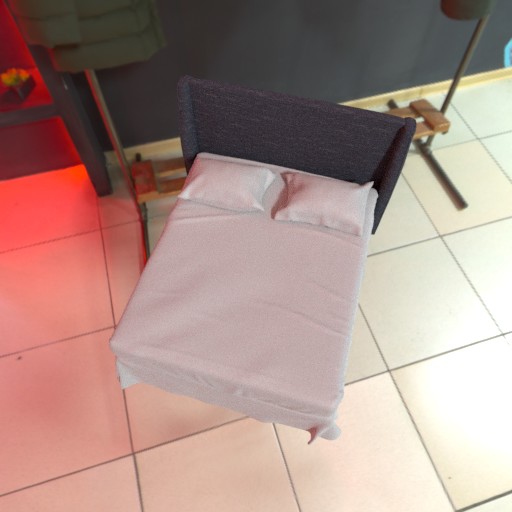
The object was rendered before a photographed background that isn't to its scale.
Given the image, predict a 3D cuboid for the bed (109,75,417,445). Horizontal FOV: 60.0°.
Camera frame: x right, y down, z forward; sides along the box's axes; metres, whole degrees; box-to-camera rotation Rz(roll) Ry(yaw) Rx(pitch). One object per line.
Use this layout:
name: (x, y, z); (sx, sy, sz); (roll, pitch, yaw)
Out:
bed: (0.000, 0.000, 3.486); (1.925, 1.332, 2.276); (14, 60, 8)
